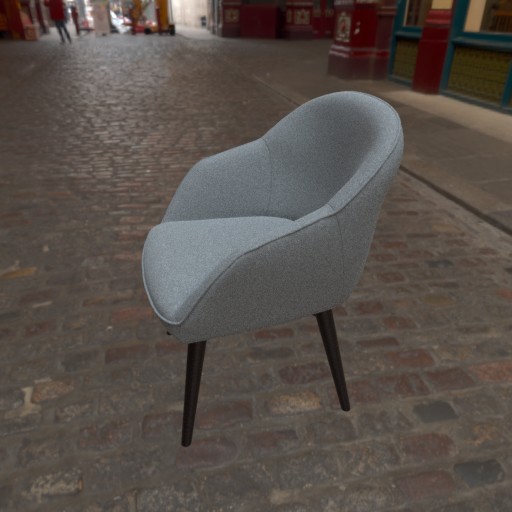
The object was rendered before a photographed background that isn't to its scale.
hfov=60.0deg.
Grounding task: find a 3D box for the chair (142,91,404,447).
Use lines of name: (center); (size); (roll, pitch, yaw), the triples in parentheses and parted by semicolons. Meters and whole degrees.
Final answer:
chair: (0.000, 0.000, 1.216); (0.611, 0.810, 0.589); (-7, 31, -13)
